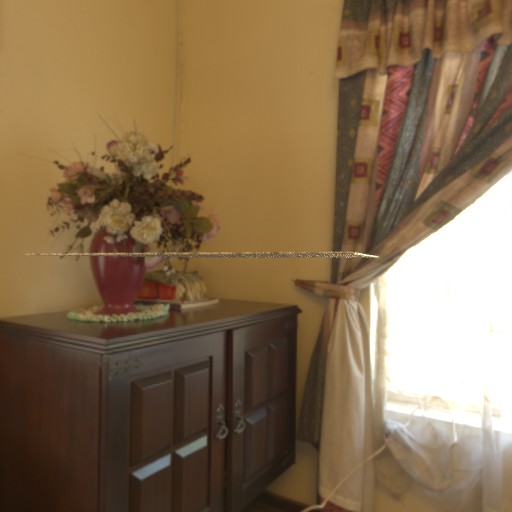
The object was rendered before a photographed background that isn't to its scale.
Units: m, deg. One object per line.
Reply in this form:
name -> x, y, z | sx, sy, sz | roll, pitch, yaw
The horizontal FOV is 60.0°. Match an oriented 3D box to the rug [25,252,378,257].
rug -> 0.000, 0.000, 2.042 | 1.035, 0.006, 1.652 | 0, 0, 17
